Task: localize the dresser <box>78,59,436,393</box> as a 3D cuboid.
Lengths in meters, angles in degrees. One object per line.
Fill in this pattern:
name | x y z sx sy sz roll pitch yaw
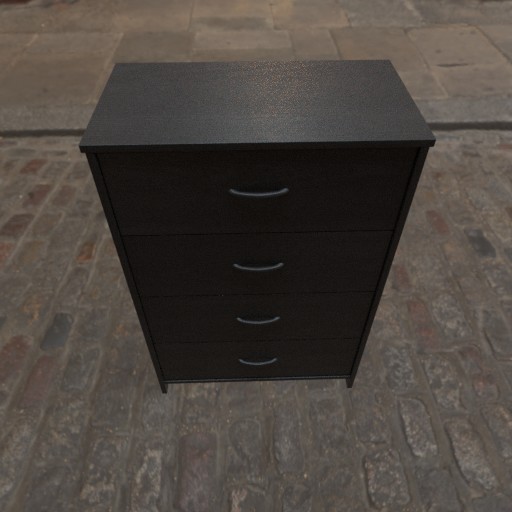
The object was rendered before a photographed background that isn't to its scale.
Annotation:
dresser | 0.000 0.000 1.359 0.700 1.020 0.398 -1 46 -1
